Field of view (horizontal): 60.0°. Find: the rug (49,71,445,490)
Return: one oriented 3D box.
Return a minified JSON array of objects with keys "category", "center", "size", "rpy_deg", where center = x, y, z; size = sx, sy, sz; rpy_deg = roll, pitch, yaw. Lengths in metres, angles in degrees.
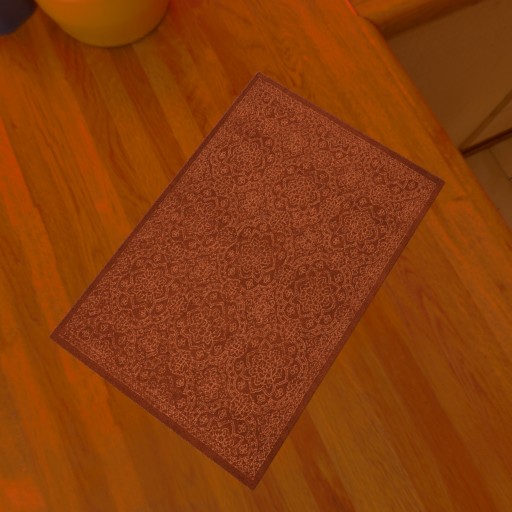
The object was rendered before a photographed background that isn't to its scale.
[{"category":"rug","center":[0.000,0.000,2.275],"size":[1.219,0.010,1.829],"rpy_deg":[33,78,8]}]
